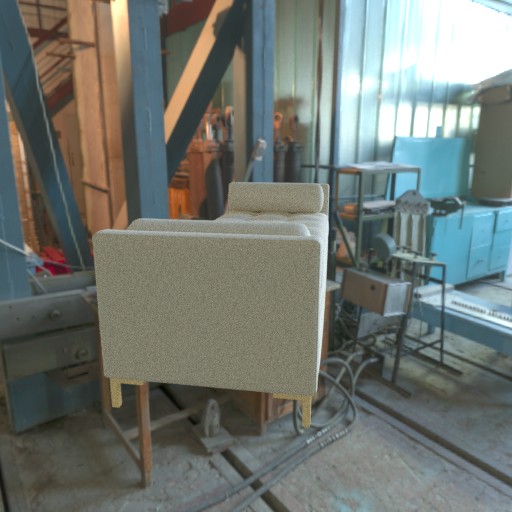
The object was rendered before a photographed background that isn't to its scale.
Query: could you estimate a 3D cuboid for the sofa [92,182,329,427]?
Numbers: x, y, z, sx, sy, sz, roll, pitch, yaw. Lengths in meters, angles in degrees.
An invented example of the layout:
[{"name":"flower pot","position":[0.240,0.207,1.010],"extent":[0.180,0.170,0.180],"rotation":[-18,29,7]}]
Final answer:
[{"name":"sofa","position":[0.000,0.000,2.350],"extent":[0.746,0.641,1.985],"rotation":[2,14,9]}]
